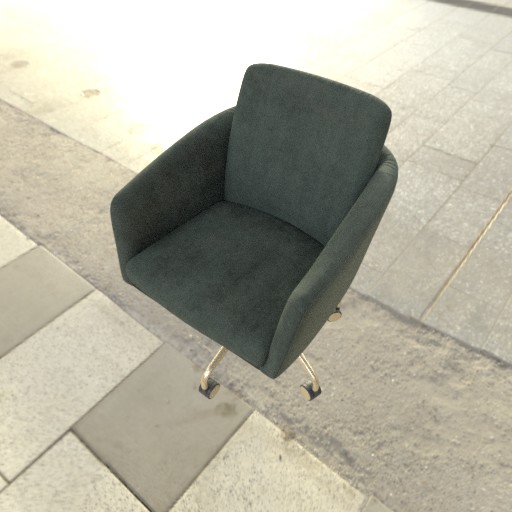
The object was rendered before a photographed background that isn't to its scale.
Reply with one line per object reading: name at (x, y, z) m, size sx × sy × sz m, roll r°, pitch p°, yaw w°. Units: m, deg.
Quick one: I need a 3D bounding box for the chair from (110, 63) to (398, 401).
chair at (0.000, 0.000, 1.344) m, size 0.641 × 0.908 × 0.635 m, roll 28°, pitch 52°, yaw 25°
